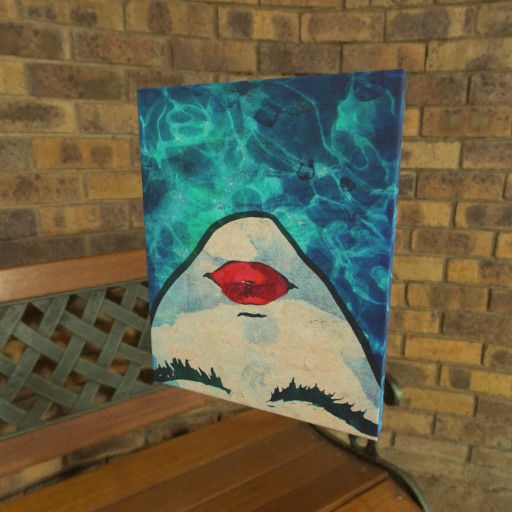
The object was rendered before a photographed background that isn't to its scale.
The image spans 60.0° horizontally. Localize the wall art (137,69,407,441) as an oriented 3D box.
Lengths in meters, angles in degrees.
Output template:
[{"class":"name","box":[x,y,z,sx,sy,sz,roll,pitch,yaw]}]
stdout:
[{"class":"wall art","box":[0.000,0.000,0.859,0.508,0.635,0.038,6,15,25]}]
